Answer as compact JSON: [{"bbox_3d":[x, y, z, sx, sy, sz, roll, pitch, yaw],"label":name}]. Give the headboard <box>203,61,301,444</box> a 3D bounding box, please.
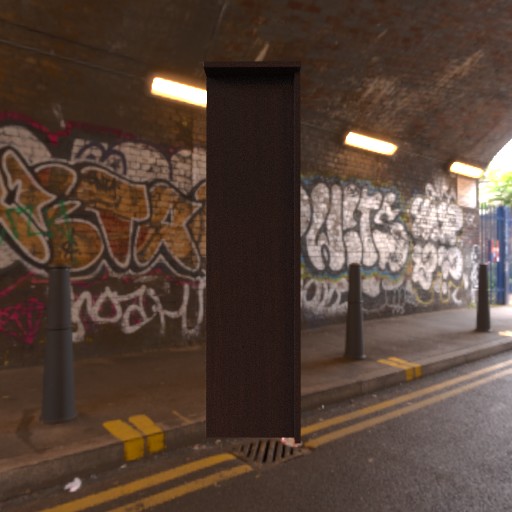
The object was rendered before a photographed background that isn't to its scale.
[{"bbox_3d":[0.000,0.000,2.089,0.279,1.092,1.671,0,-1,1],"label":"headboard"}]
